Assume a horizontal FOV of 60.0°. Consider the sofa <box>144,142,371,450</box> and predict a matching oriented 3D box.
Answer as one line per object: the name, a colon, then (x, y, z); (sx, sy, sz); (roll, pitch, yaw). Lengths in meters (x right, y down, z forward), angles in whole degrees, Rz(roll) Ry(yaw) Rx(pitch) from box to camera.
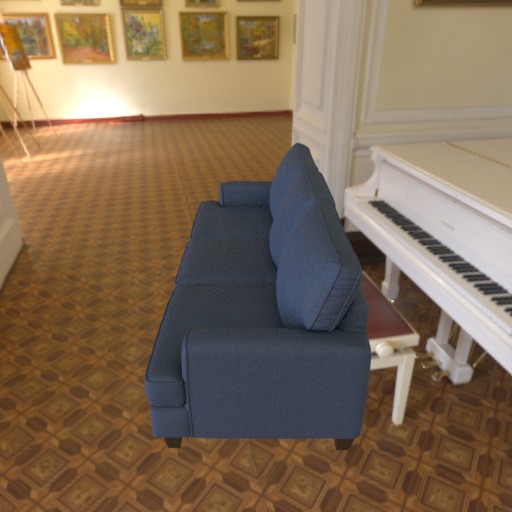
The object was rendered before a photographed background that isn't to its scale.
sofa: (0.000, 0.000, 2.734); (0.951, 0.965, 2.158); (0, 27, 0)
